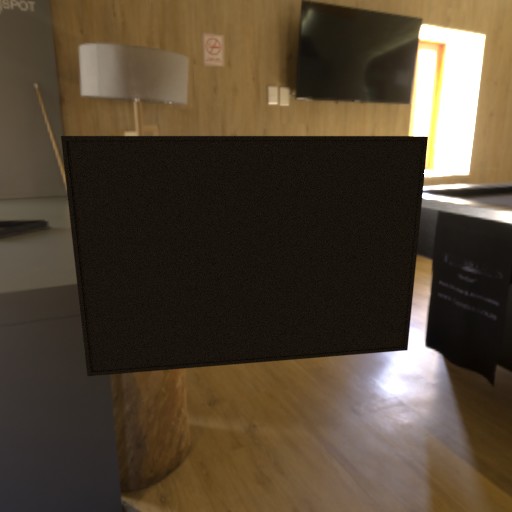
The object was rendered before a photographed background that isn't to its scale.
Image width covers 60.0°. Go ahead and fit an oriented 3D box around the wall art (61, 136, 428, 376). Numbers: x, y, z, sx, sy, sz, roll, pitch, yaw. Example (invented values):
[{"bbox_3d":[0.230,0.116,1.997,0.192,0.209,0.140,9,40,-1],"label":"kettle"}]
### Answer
[{"bbox_3d":[0.000,0.000,1.539,1.190,0.805,0.028,-2,15,-9],"label":"wall art"}]
